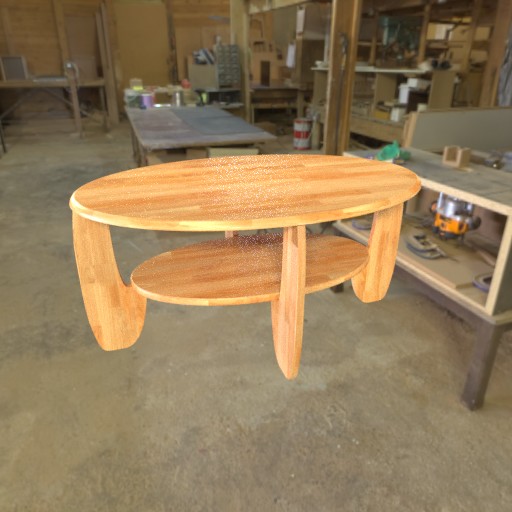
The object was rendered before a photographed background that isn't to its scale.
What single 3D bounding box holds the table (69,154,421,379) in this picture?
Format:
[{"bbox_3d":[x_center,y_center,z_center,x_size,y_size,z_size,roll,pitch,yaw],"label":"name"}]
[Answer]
[{"bbox_3d":[0.000,0.000,1.394,1.040,0.490,0.690,-8,26,-17],"label":"table"}]
